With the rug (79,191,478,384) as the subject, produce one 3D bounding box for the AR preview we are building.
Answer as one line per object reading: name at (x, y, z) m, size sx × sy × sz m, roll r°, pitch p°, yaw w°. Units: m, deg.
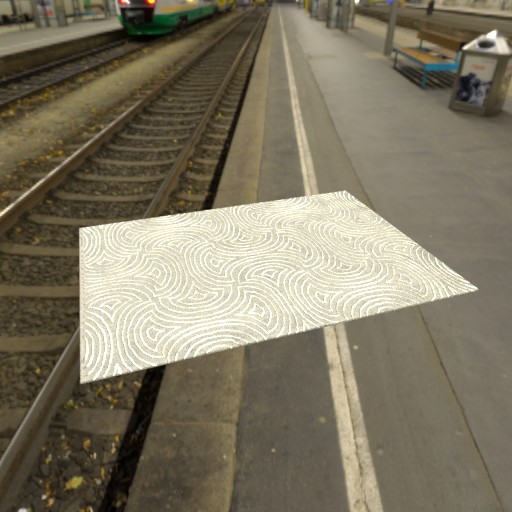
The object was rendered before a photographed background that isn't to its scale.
rug at (0.000, 0.000, 2.844) m, size 2.144 × 0.015 × 1.543 m, roll -10°, pitch 32°, yaw -16°
